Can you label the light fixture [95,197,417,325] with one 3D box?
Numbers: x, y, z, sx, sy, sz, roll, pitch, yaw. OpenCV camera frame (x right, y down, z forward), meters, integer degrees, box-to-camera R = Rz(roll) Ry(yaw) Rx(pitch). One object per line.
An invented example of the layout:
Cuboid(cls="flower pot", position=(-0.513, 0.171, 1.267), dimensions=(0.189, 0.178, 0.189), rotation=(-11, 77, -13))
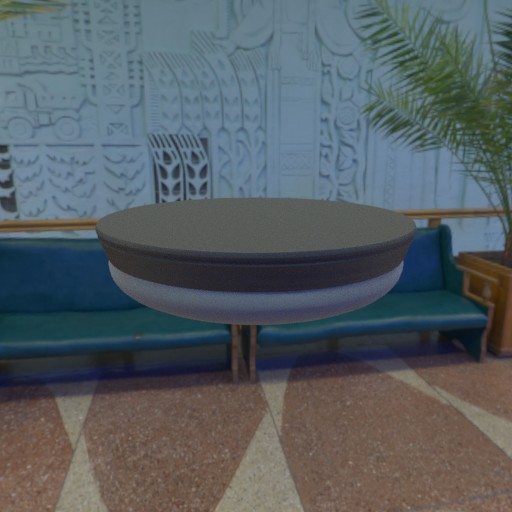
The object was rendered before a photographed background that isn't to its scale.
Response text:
Cuboid(cls="light fixture", position=(0.000, 0.000, 0.549), dimensions=(0.368, 0.100, 0.368), rotation=(0, 14, 0))
